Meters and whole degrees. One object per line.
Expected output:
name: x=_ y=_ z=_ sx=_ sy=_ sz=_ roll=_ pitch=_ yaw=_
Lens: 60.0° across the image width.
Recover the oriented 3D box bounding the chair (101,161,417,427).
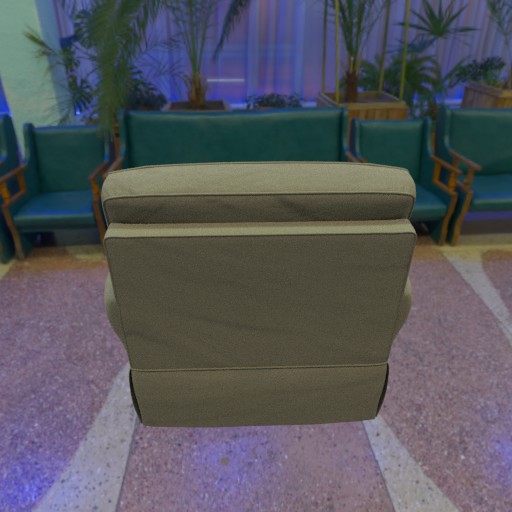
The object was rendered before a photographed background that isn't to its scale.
chair: x=0.000 y=0.000 z=1.892 sx=1.135 sy=1.017 sz=0.988 roll=-1 pitch=30 yaw=-2
